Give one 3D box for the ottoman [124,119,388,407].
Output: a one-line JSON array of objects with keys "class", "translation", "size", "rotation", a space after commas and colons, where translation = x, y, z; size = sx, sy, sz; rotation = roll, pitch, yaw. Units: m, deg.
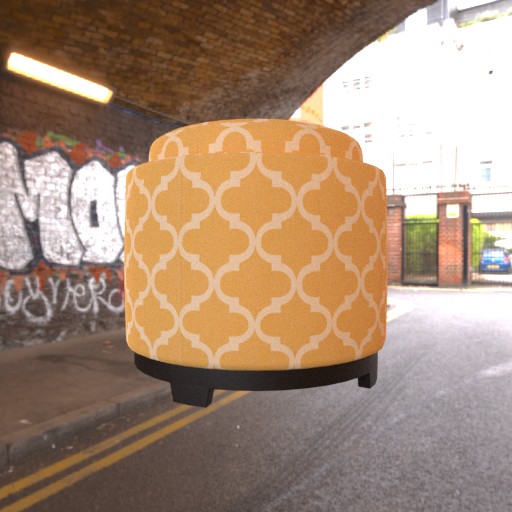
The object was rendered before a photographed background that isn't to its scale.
[{"class": "ottoman", "translation": [0.000, 0.000, 0.841], "size": [0.480, 0.429, 0.480], "rotation": [0, 1, 0]}]
